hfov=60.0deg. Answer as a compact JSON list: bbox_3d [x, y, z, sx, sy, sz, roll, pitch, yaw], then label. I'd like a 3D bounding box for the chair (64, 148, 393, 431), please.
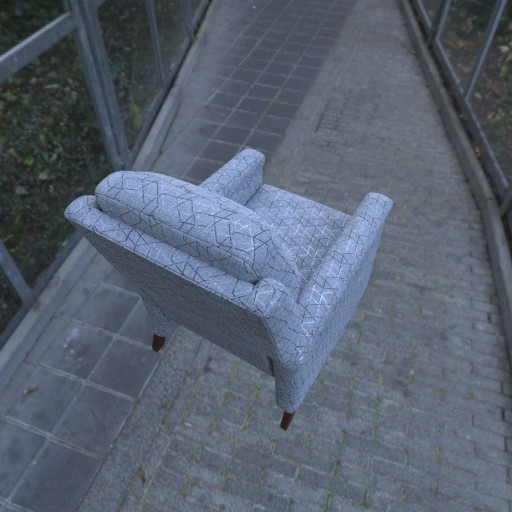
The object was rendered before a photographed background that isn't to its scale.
[{"bbox_3d":[0.000,0.000,1.718,0.753,1.048,0.987,24,51,22],"label":"chair"}]
